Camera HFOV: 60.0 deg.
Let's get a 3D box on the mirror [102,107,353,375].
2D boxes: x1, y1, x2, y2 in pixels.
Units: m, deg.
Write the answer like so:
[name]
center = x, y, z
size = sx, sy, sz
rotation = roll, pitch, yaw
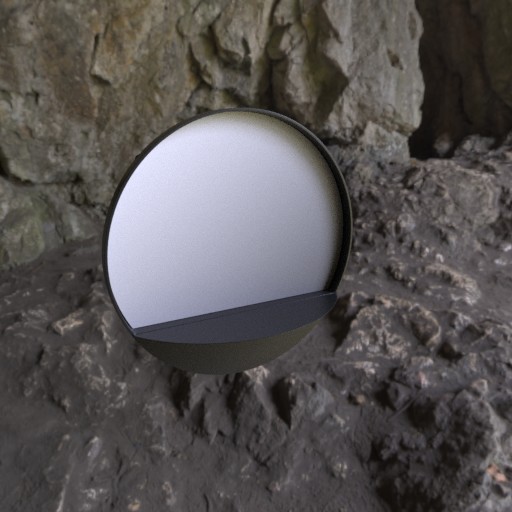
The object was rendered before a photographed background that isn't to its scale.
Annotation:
[mirror]
center = 0.000, 0.000, 0.716
size = 0.457, 0.457, 0.133
rotation = -9, 19, -26
